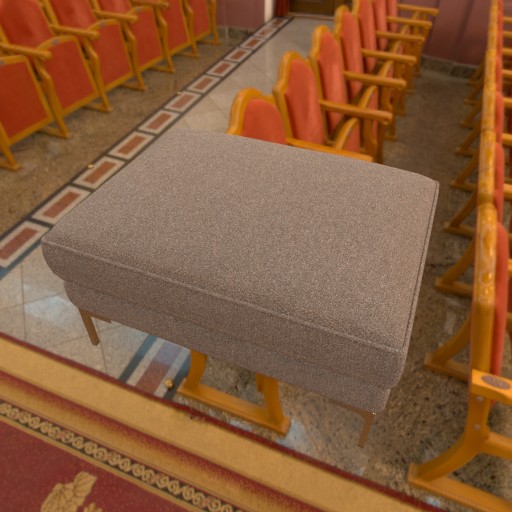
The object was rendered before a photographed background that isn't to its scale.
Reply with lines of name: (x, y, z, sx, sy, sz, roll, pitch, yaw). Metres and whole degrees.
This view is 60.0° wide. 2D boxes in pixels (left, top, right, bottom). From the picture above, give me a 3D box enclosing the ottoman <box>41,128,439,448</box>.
ottoman: (0.000, 0.000, 1.136, 0.785, 0.464, 0.583, 15, 44, 17)
